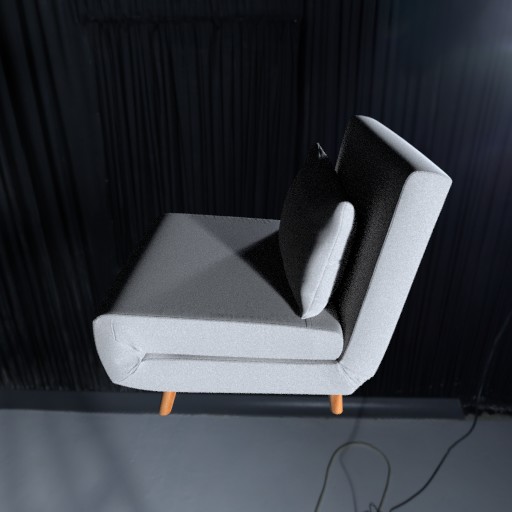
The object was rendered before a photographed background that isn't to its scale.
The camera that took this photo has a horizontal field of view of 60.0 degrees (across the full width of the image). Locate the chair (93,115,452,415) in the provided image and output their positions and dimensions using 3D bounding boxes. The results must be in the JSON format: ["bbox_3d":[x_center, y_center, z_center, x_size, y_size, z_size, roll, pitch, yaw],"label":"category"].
[{"bbox_3d":[0.000,0.000,1.483,0.902,0.808,0.770,0,26,1],"label":"chair"}]
